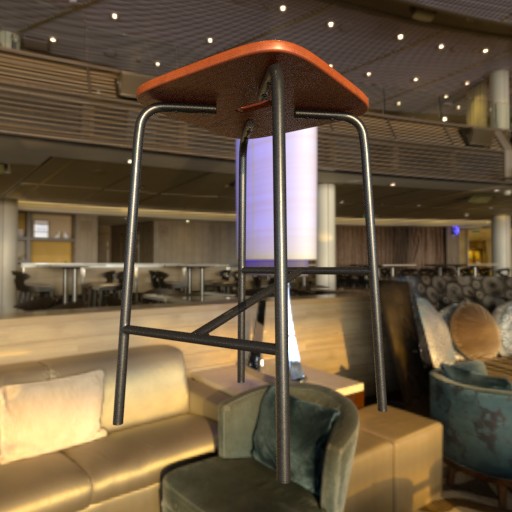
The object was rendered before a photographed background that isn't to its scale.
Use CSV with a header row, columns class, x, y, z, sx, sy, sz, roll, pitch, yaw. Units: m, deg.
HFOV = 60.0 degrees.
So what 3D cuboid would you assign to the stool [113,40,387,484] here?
class,x,y,z,sx,sy,sz,roll,pitch,yaw
stool,0.000,0.000,0.847,0.376,0.610,0.376,-1,-2,37
